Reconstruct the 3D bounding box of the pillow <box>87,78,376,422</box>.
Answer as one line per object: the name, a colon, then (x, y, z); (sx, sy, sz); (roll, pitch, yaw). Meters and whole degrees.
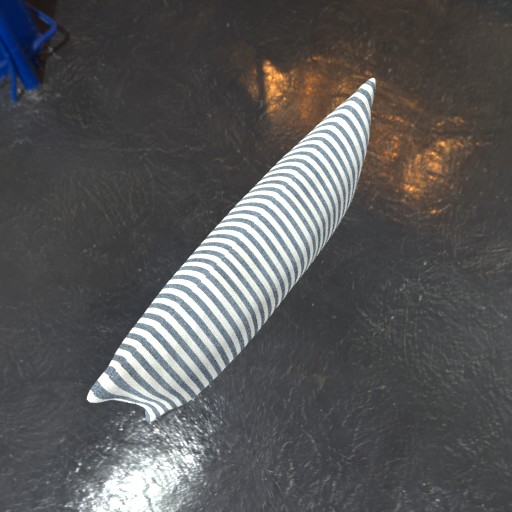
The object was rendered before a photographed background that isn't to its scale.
pillow: (0.000, 0.000, 0.726); (0.151, 0.295, 0.617); (35, 69, 15)
